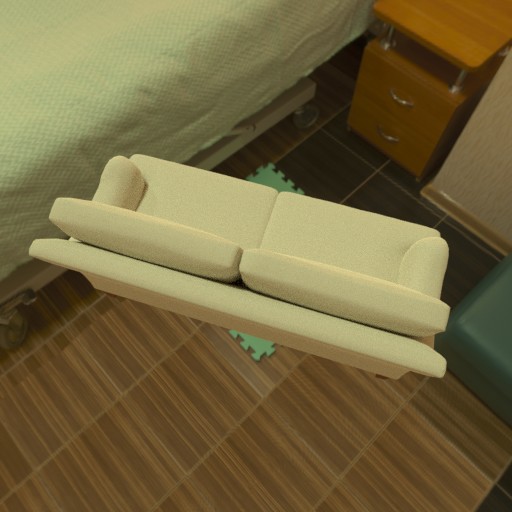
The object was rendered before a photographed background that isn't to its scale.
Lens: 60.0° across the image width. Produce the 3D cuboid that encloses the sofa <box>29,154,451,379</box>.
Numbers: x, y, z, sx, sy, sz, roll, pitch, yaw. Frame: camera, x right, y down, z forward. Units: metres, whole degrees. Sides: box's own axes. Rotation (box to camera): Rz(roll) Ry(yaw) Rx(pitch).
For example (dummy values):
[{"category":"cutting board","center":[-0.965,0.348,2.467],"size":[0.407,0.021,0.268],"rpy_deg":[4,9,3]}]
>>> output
[{"category":"sofa","center":[0.000,0.000,2.716],"size":[2.159,1.087,1.086],"rpy_deg":[15,64,8]}]
